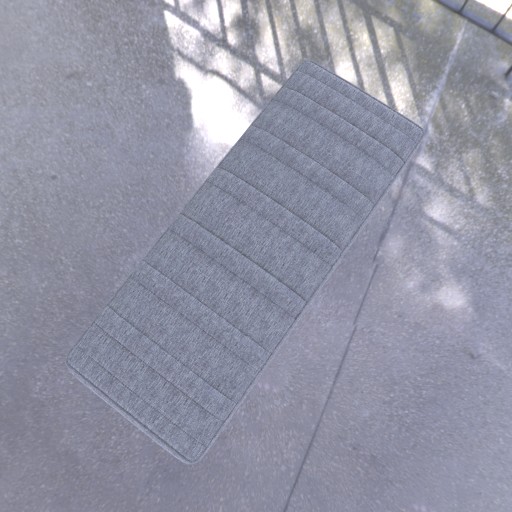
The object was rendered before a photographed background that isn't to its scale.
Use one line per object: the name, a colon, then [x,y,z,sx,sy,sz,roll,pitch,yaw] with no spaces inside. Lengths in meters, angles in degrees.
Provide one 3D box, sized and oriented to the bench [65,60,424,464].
bench: [0.000,0.000,1.354,0.429,0.470,1.100,35,79,8]
